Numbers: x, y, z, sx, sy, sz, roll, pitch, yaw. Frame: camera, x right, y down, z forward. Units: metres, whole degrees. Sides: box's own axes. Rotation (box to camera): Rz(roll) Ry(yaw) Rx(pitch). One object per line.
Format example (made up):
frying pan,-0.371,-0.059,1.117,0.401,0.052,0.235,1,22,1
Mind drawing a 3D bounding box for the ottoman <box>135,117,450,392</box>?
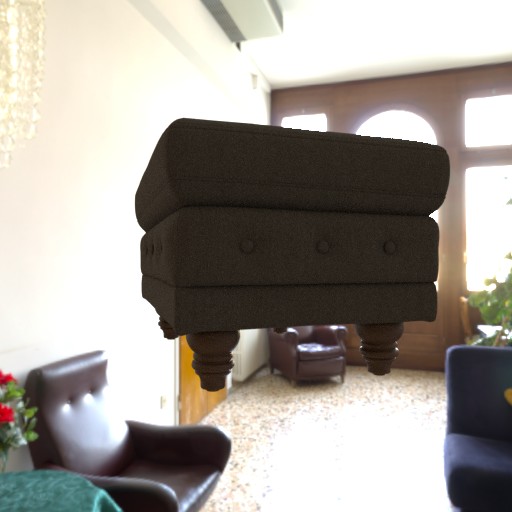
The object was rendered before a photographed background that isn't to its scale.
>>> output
ottoman,0.000,0.000,1.140,0.569,0.500,0.771,0,-1,-19
